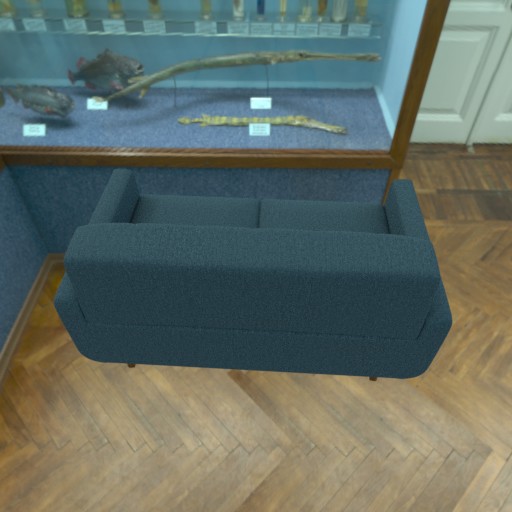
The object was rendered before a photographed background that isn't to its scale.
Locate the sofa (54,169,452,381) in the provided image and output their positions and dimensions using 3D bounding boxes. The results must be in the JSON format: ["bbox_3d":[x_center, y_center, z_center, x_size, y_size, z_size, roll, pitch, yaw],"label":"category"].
[{"bbox_3d":[0.000,0.000,2.223,1.651,0.896,0.942,3,47,2],"label":"sofa"}]
